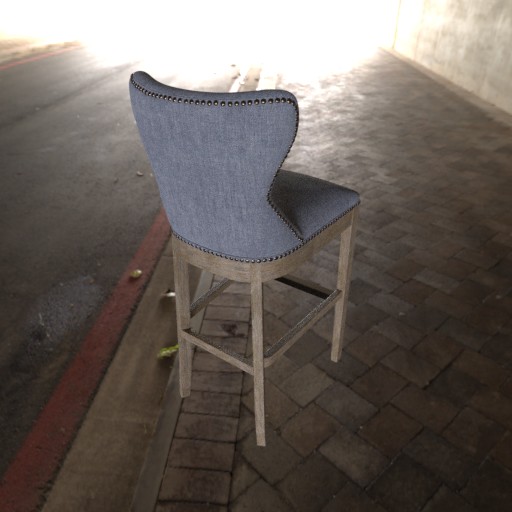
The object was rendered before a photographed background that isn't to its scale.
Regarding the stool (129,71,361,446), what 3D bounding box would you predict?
[{"bbox_3d":[0.000,0.000,1.425,0.494,1.123,0.606,20,36,30],"label":"stool"}]
